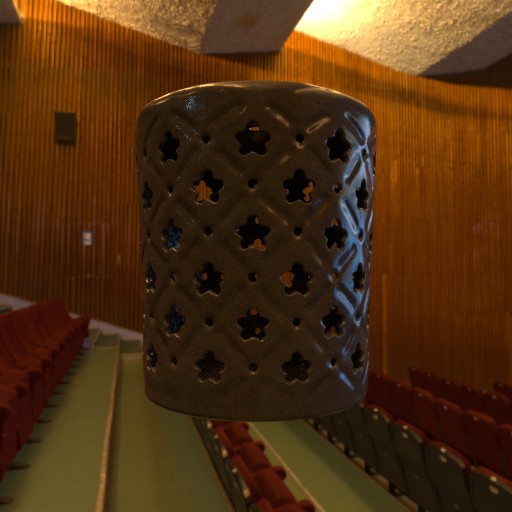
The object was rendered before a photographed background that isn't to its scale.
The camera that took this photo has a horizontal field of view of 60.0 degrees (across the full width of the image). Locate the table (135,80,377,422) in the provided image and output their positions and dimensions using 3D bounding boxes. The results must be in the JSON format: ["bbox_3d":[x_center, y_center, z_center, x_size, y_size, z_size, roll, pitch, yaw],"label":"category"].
[{"bbox_3d":[0.000,0.000,0.656,0.352,0.387,0.352,0,-2,0],"label":"table"}]
